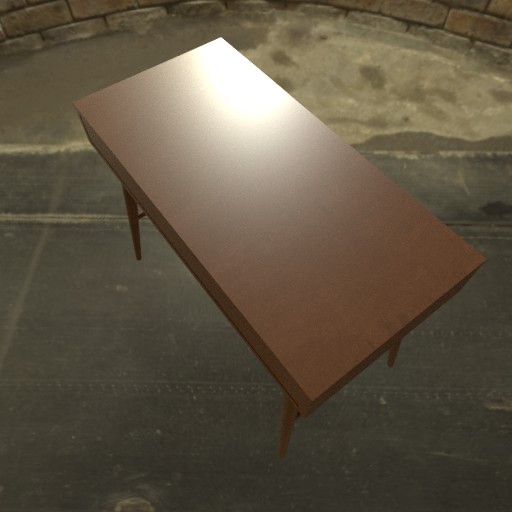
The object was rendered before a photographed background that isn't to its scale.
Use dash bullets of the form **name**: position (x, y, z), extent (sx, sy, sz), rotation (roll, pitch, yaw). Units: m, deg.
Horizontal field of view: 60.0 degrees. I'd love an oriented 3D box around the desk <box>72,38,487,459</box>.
- **desk**: position (0.000, 0.000, 1.349), extent (0.510, 0.758, 0.949), rotation (-33, 64, -18)
